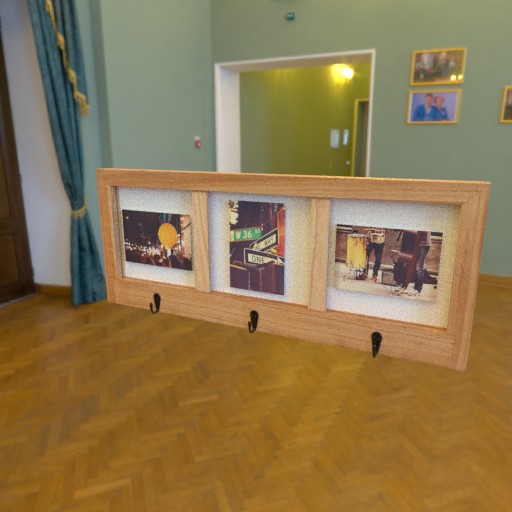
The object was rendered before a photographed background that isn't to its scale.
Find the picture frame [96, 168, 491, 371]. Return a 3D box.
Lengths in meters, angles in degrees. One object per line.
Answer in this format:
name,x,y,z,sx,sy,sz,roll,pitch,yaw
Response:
picture frame,0.000,0.000,0.647,0.582,0.234,0.045,7,16,24
